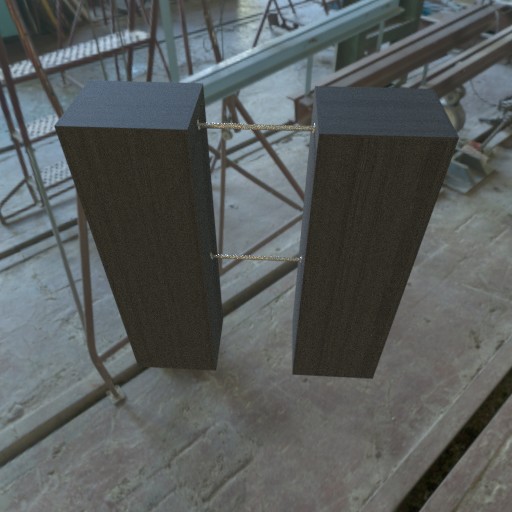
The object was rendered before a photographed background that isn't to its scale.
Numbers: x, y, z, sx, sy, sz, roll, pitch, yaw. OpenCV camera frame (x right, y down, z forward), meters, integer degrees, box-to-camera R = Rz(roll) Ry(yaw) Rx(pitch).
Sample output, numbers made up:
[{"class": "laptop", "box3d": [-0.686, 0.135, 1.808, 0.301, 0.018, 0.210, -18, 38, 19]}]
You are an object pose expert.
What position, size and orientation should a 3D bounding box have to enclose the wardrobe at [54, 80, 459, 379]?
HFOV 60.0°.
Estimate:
[{"class": "wardrobe", "box3d": [0.000, 0.000, 2.807, 1.770, 2.000, 0.480, 2, 45, 2]}]
